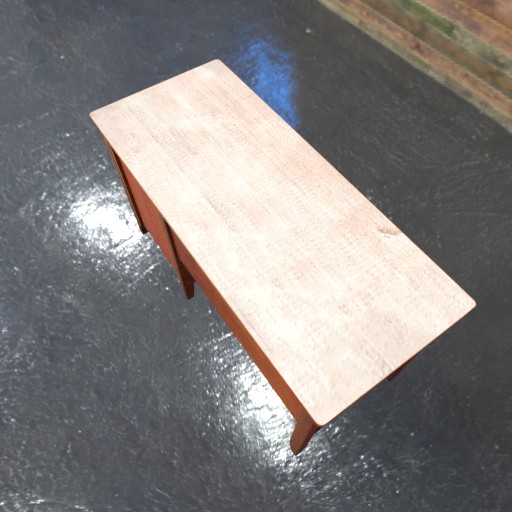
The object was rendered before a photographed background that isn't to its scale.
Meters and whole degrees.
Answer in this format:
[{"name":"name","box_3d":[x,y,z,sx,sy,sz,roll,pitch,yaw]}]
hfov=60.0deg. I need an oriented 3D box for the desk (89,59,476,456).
[{"name":"desk","box_3d":[0.000,0.000,1.761,0.574,0.756,1.353,-31,63,-17]}]
